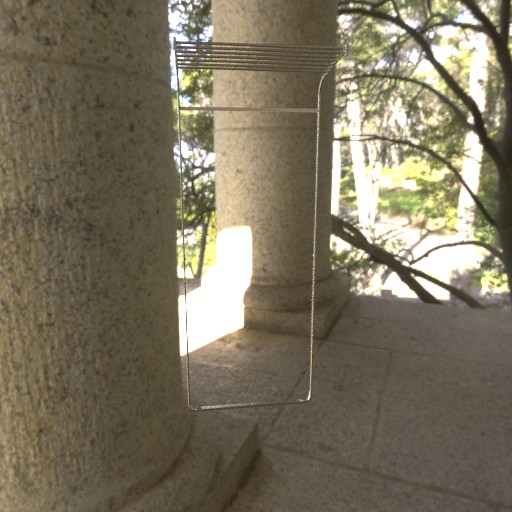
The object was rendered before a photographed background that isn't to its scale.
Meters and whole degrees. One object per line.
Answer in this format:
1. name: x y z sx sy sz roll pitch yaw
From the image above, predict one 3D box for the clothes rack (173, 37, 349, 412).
1. clothes rack: 0.000 0.000 1.840 0.609 1.574 0.349 -2 12 -8
